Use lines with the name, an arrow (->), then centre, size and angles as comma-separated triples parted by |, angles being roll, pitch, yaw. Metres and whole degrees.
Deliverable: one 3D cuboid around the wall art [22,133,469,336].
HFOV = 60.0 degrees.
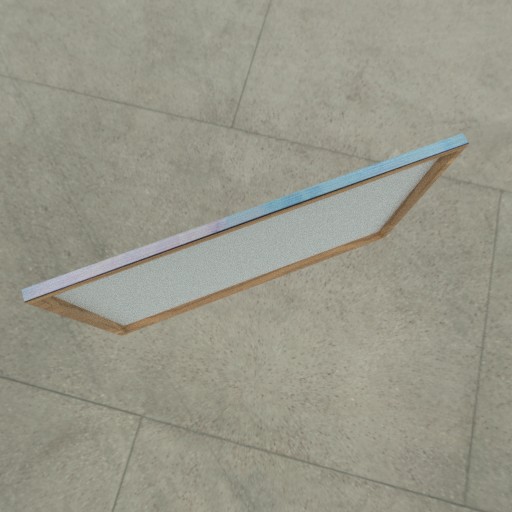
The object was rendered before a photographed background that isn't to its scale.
wall art -> 0.000, 0.000, 0.759 | 0.604, 0.402, 0.018 | -20, 75, -6
